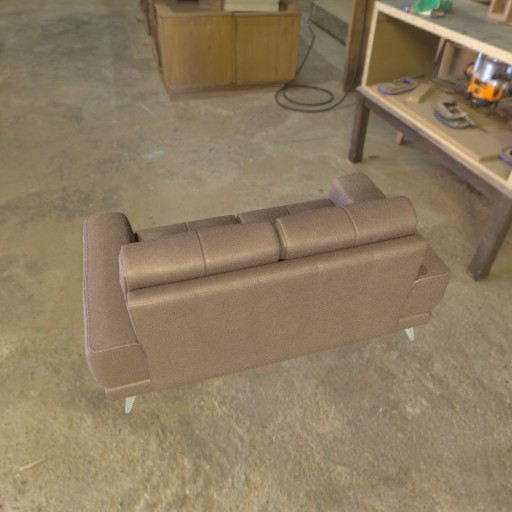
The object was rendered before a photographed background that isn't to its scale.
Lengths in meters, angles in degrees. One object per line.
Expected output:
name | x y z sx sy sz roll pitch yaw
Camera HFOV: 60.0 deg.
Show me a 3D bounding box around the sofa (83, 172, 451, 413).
sofa | 0.000 0.000 2.429 1.806 0.907 1.018 -11 43 -12
